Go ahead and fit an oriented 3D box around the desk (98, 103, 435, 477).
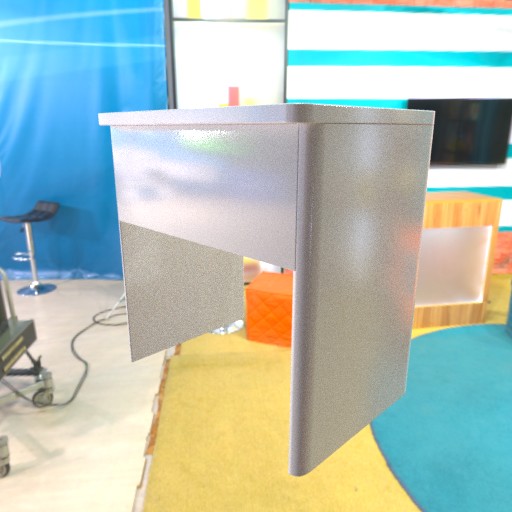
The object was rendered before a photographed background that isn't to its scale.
[{"bbox_3d":[0.000,0.000,1.298,0.549,0.800,0.762,-15,22,-42],"label":"desk"}]
